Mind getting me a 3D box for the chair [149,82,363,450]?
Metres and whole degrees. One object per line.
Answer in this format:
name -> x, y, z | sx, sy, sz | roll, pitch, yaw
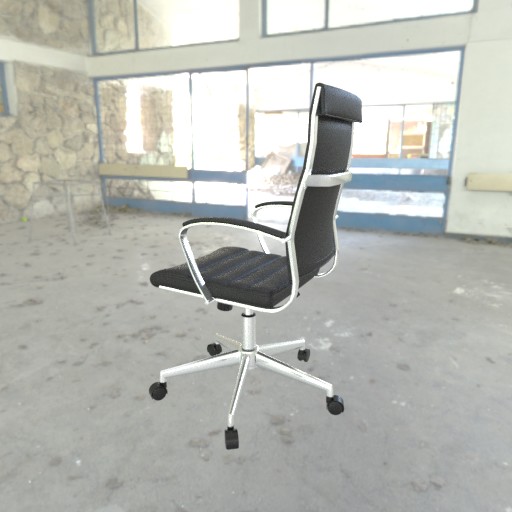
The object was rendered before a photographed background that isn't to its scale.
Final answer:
chair -> 0.000, 0.000, 1.687 | 0.739, 1.149, 0.766 | 7, 15, 26
